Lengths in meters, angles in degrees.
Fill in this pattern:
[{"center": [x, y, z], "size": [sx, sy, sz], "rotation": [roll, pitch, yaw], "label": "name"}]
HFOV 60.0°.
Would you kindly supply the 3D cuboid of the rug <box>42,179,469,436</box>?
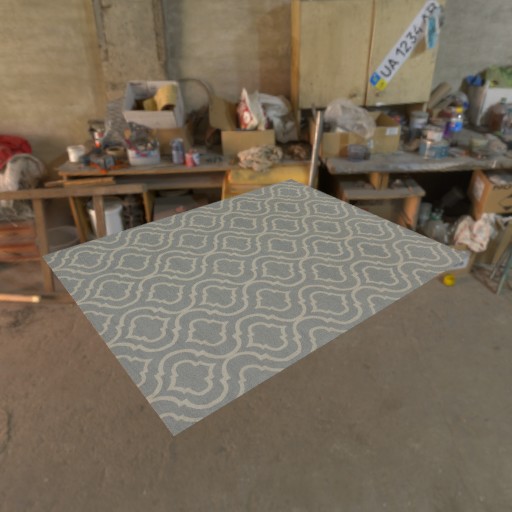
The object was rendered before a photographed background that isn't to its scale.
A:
[{"center": [0.000, 0.000, 3.823], "size": [2.892, 0.006, 2.283], "rotation": [-22, 38, -32], "label": "rug"}]
